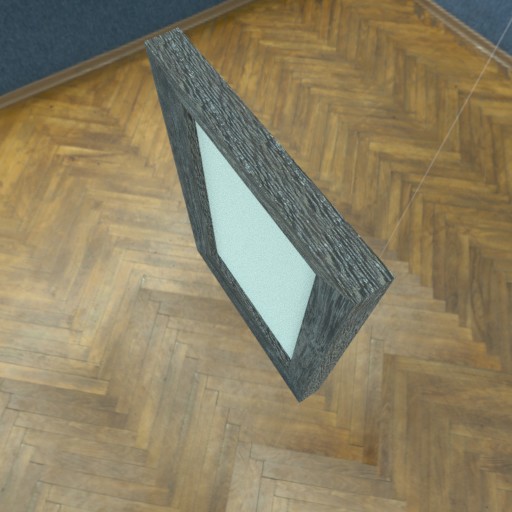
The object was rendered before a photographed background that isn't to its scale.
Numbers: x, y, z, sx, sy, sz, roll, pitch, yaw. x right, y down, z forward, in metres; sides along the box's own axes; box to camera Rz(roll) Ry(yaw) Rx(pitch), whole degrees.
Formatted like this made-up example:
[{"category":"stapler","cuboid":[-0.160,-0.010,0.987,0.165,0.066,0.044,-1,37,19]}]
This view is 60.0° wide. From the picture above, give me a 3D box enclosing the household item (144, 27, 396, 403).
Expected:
[{"category":"household item","cuboid":[0.000,0.000,0.234,0.020,0.180,0.133,-30,67,-14]}]
